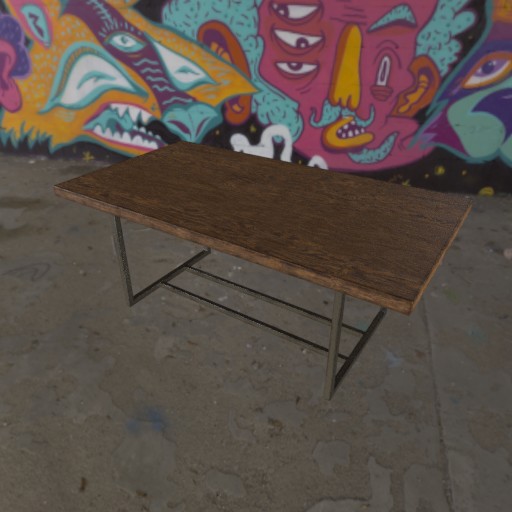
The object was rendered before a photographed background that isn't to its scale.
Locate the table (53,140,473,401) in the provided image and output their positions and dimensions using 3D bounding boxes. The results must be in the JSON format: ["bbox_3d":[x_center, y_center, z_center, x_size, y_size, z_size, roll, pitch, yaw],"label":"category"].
[{"bbox_3d":[0.000,0.000,2.575,1.989,0.795,1.078,18,35,28],"label":"table"}]
